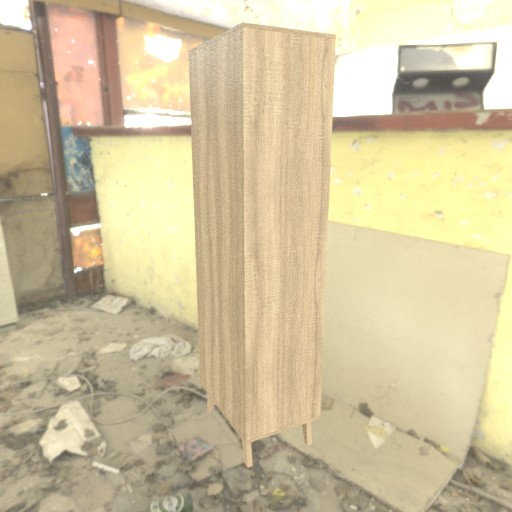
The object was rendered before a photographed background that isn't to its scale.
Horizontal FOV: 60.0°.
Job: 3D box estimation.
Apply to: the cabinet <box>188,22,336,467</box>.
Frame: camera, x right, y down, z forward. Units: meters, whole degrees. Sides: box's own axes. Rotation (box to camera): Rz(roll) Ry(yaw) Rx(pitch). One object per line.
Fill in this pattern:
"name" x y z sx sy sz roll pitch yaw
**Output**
"cabinet" 0.000 0.000 2.099 0.400 1.850 0.570 -7 16 -27
